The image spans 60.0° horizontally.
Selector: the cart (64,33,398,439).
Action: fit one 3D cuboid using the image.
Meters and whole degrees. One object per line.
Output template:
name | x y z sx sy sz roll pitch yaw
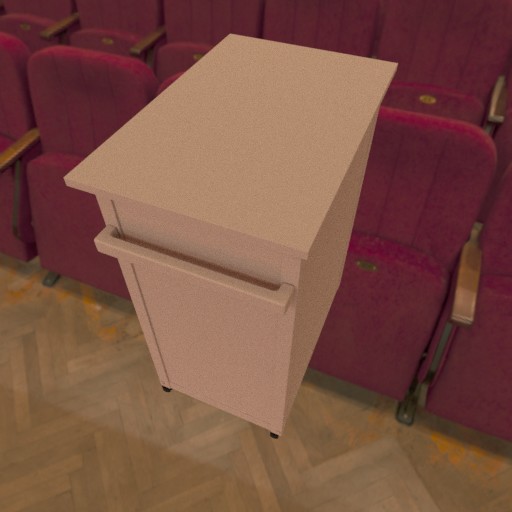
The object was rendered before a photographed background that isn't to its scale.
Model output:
cart | 0.000 0.000 1.221 0.442 0.864 0.683 18 50 15
